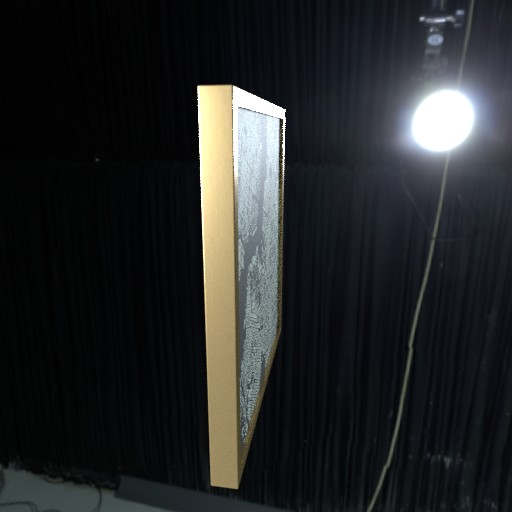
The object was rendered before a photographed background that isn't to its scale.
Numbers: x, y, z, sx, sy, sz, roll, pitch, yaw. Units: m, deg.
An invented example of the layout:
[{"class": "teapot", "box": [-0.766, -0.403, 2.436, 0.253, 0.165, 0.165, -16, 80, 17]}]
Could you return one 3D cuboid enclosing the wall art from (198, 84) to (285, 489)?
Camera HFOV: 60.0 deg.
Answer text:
[{"class": "wall art", "box": [0.000, 0.000, 0.463, 0.023, 0.305, 0.305, 3, 16, 9]}]
